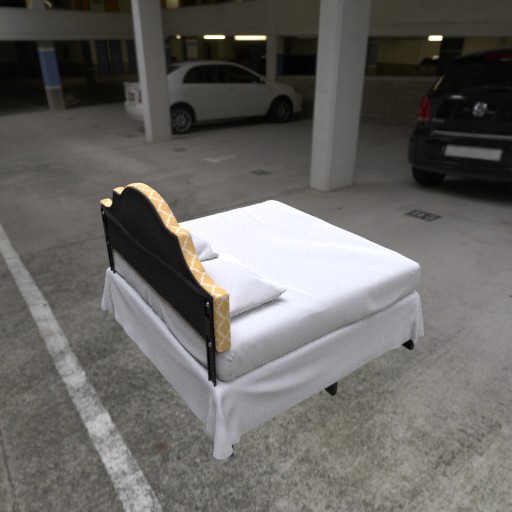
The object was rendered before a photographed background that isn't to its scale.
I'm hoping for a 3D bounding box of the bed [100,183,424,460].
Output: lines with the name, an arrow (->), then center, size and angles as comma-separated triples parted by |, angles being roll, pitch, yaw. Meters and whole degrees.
bed -> 0.000, 0.000, 3.856 | 2.222, 1.601, 2.314 | -18, 32, -31
